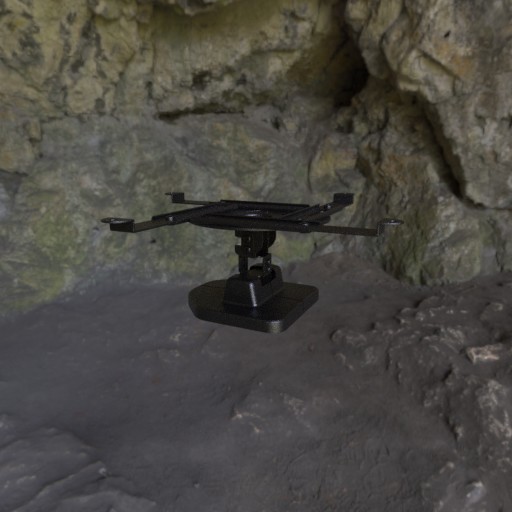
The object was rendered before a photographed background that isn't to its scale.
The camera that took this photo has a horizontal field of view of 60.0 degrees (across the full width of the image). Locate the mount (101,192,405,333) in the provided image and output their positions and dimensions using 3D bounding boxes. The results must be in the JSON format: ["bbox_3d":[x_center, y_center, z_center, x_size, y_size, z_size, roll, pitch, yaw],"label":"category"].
[{"bbox_3d":[0.000,0.000,0.598,0.394,0.141,0.394,7,15,25],"label":"mount"}]
